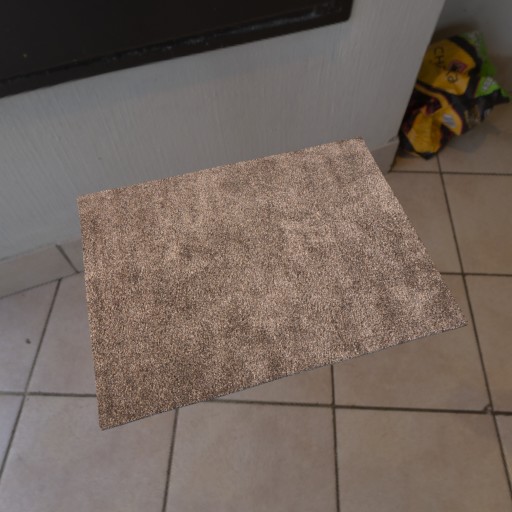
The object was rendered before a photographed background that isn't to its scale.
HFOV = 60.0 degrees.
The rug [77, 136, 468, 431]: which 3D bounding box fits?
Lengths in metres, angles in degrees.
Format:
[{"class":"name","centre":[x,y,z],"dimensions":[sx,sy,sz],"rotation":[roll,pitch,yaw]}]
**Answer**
[{"class":"rug","centre":[0.000,0.000,2.134],"dimensions":[1.601,0.025,1.198],"rotation":[-14,60,-8]}]
